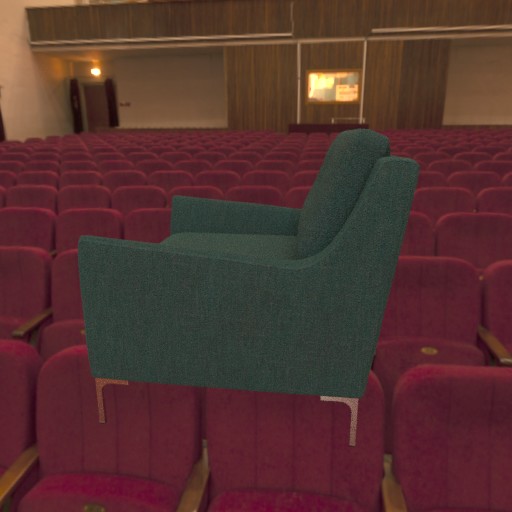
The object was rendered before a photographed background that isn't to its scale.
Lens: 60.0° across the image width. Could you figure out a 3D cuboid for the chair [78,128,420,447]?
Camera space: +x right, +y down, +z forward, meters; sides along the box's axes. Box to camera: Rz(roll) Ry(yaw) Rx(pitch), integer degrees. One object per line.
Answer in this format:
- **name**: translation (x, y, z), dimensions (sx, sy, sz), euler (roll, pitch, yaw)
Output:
- **chair**: translation (0.000, 0.000, 1.507), dimensions (0.849, 0.828, 0.847), euler (2, 16, 8)
